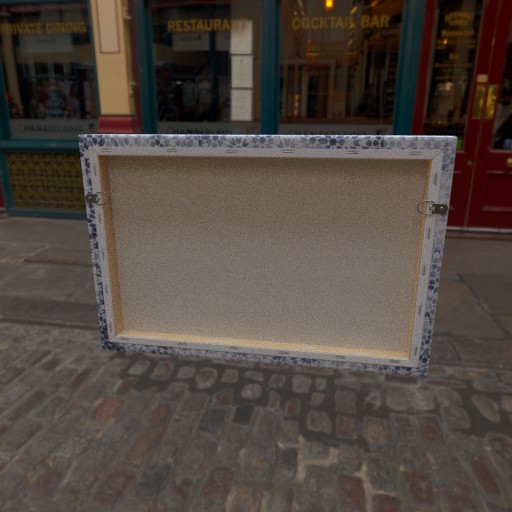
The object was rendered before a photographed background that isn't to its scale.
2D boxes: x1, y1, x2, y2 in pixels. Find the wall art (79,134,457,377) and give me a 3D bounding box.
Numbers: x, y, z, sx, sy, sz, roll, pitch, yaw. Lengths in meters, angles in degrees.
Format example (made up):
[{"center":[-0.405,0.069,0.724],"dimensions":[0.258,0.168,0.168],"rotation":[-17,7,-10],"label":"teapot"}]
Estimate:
[{"center":[0.000,0.000,0.773],"dimensions":[0.608,0.406,0.030],"rotation":[3,17,9],"label":"wall art"}]
